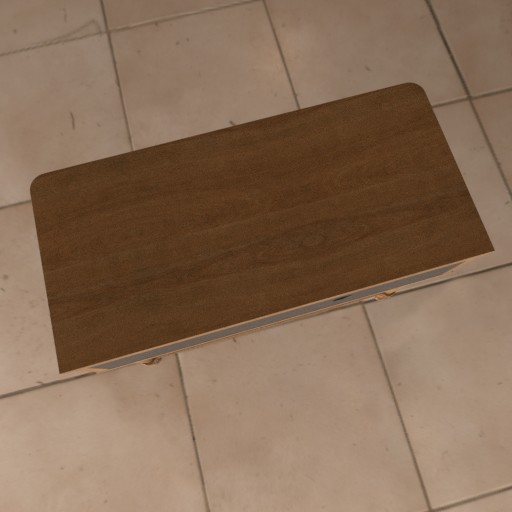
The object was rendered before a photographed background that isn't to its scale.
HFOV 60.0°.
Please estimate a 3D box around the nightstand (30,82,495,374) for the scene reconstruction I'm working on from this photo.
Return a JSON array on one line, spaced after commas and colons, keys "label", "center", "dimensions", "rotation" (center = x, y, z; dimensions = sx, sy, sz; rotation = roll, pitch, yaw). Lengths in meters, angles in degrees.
[{"label": "nightstand", "center": [0.000, 0.000, 1.283], "dimensions": [0.914, 0.700, 0.432], "rotation": [-15, 75, -4]}]
